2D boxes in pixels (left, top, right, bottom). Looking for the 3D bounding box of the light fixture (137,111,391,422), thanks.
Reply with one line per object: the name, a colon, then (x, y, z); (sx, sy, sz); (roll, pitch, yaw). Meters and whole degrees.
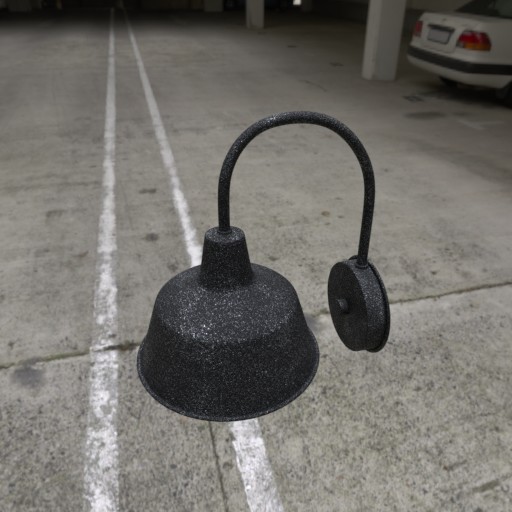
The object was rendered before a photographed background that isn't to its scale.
light fixture: (0.000, 0.000, 0.481); (0.283, 0.300, 0.216); (-8, 30, -14)
